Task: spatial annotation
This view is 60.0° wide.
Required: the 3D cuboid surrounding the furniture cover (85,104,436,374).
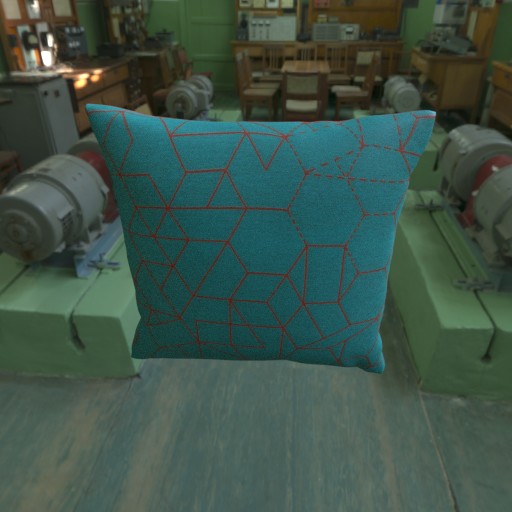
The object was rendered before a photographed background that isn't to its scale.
[{"bbox_3d":[0.000,0.000,0.777,0.517,0.508,0.158,2,30,3],"label":"furniture cover"}]
